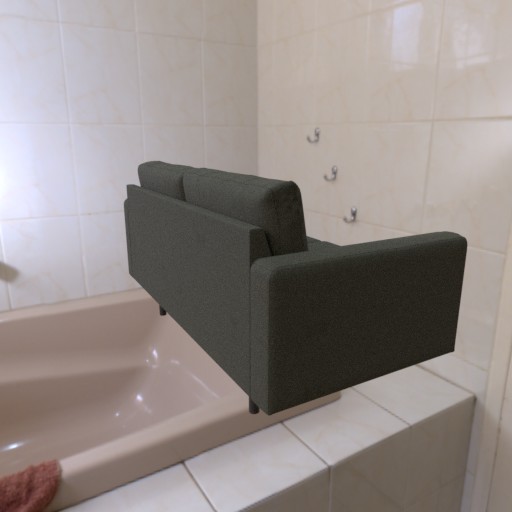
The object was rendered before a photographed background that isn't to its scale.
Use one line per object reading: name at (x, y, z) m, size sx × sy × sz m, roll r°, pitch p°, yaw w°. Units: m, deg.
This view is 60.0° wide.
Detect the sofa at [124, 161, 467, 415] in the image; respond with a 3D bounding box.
sofa at (0.000, 0.000, 2.232) m, size 0.889 × 0.897 × 1.730 m, roll -8°, pitch 17°, yaw -28°
